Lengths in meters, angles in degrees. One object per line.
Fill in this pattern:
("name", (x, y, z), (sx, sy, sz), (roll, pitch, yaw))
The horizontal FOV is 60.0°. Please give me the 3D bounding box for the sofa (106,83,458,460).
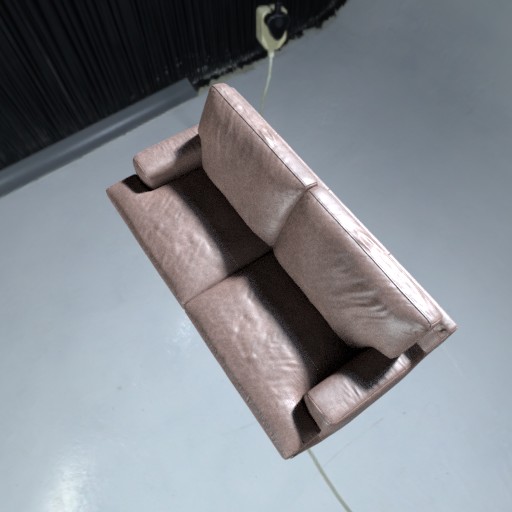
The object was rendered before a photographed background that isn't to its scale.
("sofa", (0.000, 0.000, 2.874), (1.143, 0.941, 2.261), (-32, 68, -15))
